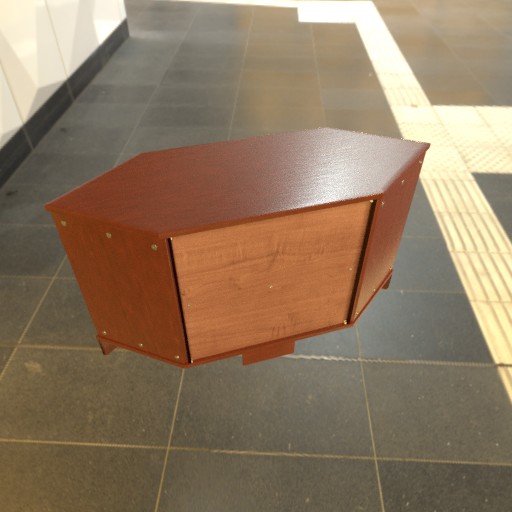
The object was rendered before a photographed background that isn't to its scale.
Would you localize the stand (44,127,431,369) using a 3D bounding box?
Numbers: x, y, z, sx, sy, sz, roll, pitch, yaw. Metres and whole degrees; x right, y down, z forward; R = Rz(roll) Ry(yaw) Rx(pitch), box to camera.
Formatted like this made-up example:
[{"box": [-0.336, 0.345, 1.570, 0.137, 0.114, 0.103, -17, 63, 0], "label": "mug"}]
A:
[{"box": [0.000, 0.000, 1.391, 1.072, 0.614, 0.381, -11, 44, -12], "label": "stand"}]
